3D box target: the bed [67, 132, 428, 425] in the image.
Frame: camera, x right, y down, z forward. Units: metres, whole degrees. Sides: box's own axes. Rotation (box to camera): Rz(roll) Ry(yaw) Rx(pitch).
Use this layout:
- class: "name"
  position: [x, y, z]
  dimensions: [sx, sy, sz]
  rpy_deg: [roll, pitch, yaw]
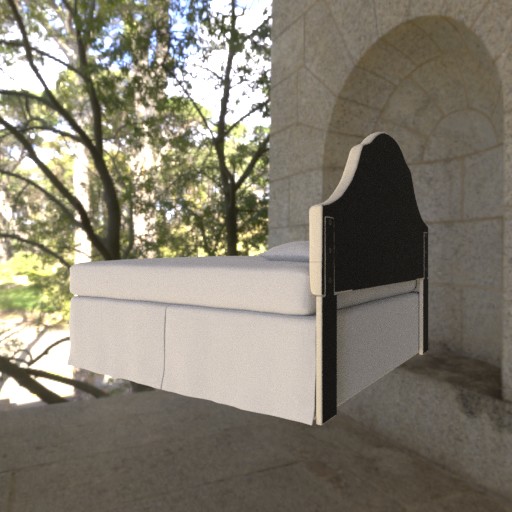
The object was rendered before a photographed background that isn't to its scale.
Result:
- class: "bed"
  position: [0.000, 0.000, 3.421]
  dimensions: [2.086, 1.555, 2.012]
  rpy_deg: [0, 0, 35]
